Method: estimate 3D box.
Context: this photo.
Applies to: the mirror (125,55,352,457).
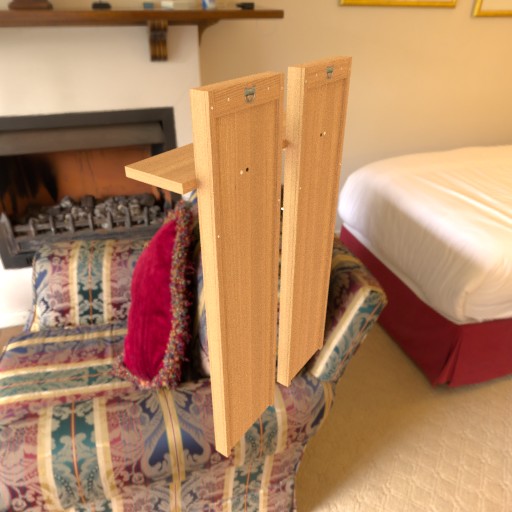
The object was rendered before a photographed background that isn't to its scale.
[{"bbox_3d":[0.000,0.000,1.575,0.260,1.250,0.800,20,37,30],"label":"mirror"}]
